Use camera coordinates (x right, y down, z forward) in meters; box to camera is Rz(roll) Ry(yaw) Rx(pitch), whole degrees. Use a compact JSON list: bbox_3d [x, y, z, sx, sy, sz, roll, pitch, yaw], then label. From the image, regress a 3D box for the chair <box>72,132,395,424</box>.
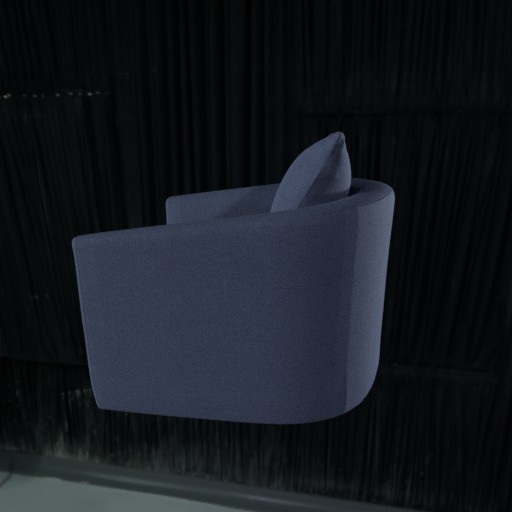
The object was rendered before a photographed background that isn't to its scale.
[{"bbox_3d":[0.000,0.000,1.575,0.910,0.848,0.845,2,16,8],"label":"chair"}]
